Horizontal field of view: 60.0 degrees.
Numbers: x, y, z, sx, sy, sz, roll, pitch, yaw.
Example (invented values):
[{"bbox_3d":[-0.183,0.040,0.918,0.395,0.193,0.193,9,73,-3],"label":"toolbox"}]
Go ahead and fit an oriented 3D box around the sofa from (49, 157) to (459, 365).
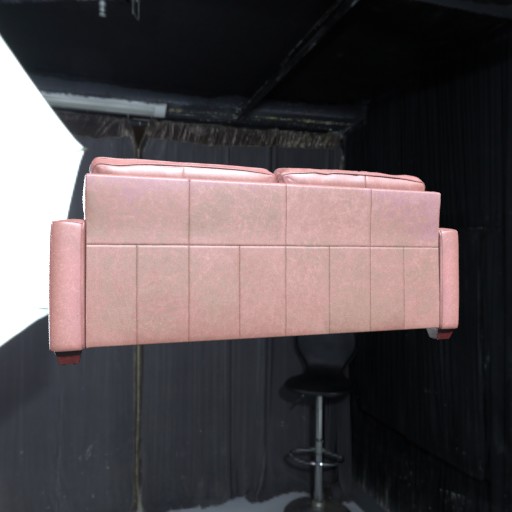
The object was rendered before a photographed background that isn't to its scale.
[{"bbox_3d":[0.000,0.000,2.534,2.080,0.919,0.940,0,0,-18],"label":"sofa"}]
